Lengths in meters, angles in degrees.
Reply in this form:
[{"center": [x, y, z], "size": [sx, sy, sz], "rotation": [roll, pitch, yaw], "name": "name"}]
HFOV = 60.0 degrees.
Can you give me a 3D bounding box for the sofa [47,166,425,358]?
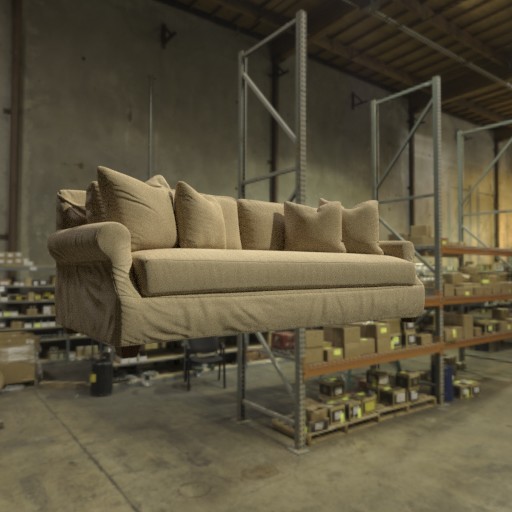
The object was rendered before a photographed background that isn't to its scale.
[{"center": [0.000, 0.000, 2.828], "size": [2.285, 0.904, 1.067], "rotation": [1, -2, -37], "name": "sofa"}]
